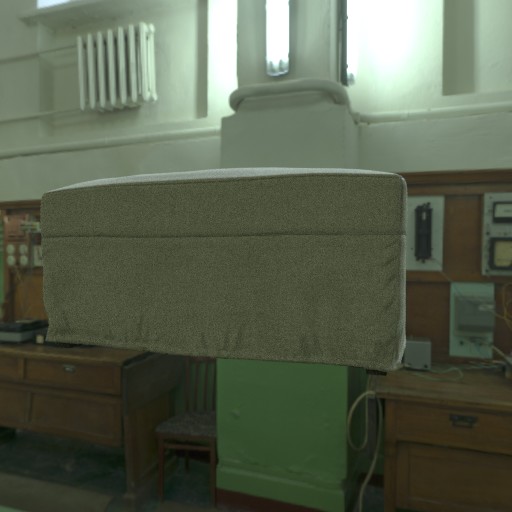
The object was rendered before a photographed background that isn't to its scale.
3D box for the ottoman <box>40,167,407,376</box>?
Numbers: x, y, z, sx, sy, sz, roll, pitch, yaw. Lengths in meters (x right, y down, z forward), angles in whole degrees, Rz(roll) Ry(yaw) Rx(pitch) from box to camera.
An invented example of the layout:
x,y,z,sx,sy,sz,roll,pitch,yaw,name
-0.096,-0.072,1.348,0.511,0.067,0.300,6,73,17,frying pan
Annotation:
x,y,z,sx,sy,sz,roll,pitch,yaw,name
0.000,0.000,1.310,0.843,0.436,0.840,0,1,18,ottoman
